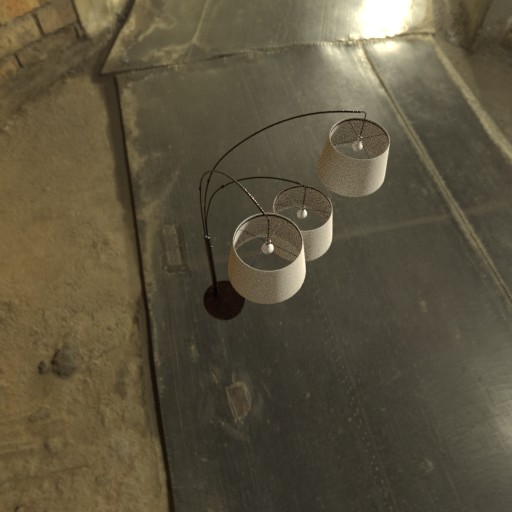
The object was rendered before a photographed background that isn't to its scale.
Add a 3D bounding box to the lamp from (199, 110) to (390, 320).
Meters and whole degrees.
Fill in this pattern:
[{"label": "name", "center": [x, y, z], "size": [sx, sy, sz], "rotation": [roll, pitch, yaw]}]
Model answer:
[{"label": "lamp", "center": [0.000, 0.000, 2.530], "size": [0.924, 1.950, 0.951], "rotation": [34, 65, 19]}]
